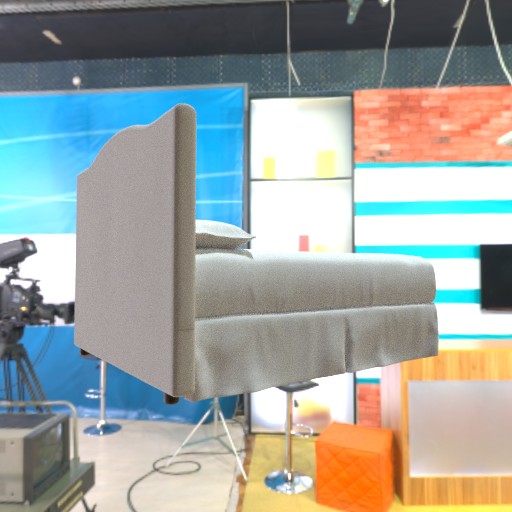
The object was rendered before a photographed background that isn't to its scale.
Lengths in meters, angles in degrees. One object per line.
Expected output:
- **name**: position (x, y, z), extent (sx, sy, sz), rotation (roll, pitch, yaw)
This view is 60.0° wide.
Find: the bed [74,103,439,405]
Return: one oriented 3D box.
- **bed**: position (0.000, 0.000, 3.268), extent (2.143, 1.460, 1.753), rotation (2, -3, -36)
